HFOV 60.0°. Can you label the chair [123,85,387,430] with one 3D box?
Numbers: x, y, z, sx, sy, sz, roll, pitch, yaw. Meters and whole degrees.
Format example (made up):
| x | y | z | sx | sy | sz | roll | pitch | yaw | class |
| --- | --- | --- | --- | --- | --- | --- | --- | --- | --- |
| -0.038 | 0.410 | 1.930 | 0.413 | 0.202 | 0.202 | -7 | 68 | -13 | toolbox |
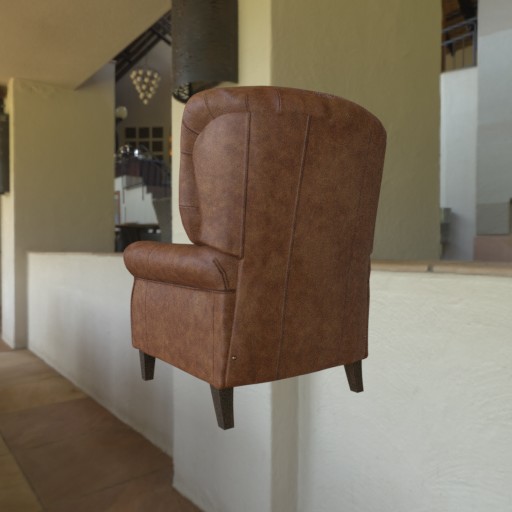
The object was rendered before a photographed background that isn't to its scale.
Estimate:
| x | y | z | sx | sy | sz | roll | pitch | yaw | class |
| --- | --- | --- | --- | --- | --- | --- | --- | --- | --- |
| 0.000 | 0.000 | 1.933 | 0.951 | 1.164 | 1.059 | -1 | 1 | -36 | chair |
